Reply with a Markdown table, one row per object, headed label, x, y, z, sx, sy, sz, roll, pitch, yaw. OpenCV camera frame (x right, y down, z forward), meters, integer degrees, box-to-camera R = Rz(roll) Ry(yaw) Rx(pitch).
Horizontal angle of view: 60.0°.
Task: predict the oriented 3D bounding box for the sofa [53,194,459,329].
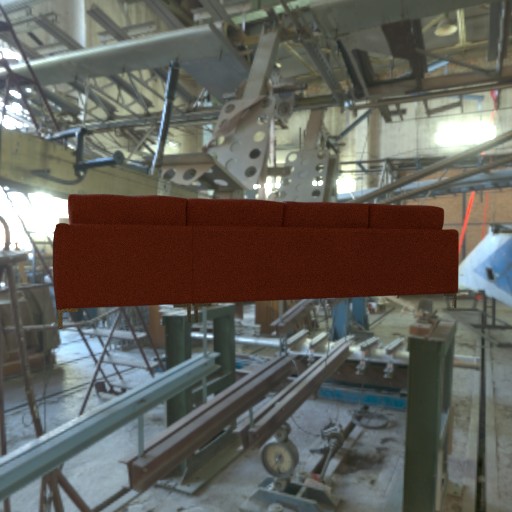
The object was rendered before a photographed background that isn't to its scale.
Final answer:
| label | x | y | z | sx | sy | sz | roll | pitch | yaw |
| --- | --- | --- | --- | --- | --- | --- | --- | --- | --- |
| sofa | 0.000 | 0.000 | 3.618 | 2.932 | 0.810 | 1.350 | 0 | 1 | -18 |
